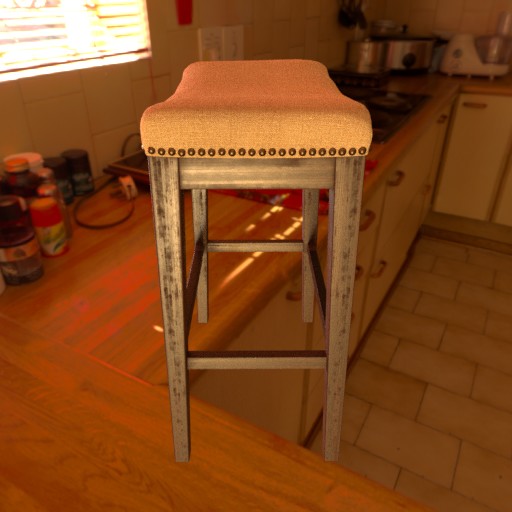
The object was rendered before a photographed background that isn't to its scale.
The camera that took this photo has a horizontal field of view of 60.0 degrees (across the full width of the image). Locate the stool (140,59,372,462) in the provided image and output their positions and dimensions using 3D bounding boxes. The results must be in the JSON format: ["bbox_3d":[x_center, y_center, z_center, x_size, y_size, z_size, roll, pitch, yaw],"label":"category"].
[{"bbox_3d":[0.000,0.000,1.006,0.363,0.768,0.509,0,31,0],"label":"stool"}]
